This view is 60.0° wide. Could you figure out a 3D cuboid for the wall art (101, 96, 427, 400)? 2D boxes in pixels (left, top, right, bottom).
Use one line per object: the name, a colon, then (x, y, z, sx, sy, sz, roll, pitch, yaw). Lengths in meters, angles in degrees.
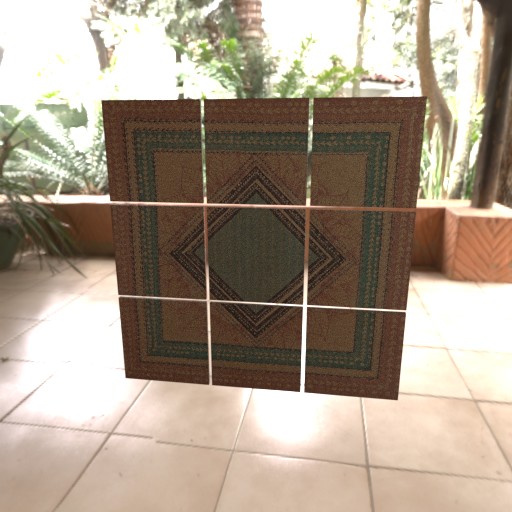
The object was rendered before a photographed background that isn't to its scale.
wall art: (0.000, 0.000, 1.361, 0.915, 0.914, 0.013, 2, 15, 8)
